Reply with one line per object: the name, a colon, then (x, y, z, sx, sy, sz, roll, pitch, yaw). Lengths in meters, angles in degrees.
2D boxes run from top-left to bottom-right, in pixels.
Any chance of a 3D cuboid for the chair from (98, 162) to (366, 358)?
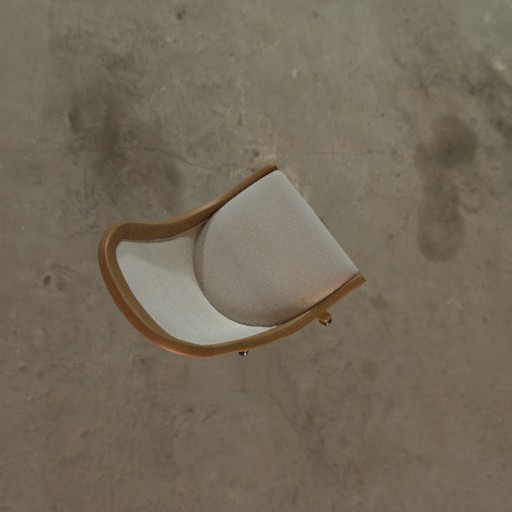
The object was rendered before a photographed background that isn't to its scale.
chair: (0.000, 0.000, 1.569, 0.811, 1.009, 0.702, -35, 78, -8)
